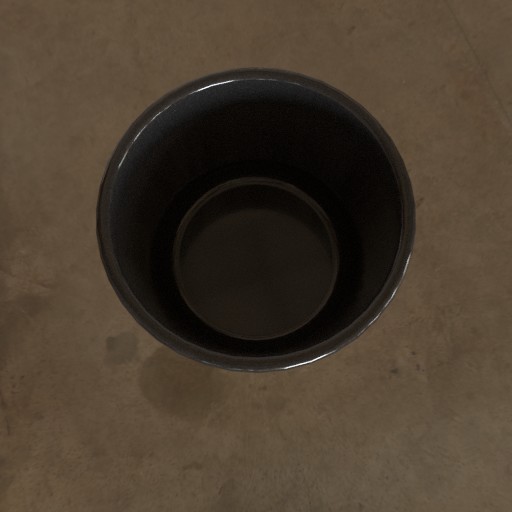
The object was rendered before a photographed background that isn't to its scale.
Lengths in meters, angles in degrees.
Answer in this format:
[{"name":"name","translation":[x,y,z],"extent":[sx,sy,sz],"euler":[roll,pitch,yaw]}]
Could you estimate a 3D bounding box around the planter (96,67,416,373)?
[{"name":"planter","translation":[0.000,0.000,0.397],"extent":[0.196,0.264,0.196],"euler":[17,77,4]}]
